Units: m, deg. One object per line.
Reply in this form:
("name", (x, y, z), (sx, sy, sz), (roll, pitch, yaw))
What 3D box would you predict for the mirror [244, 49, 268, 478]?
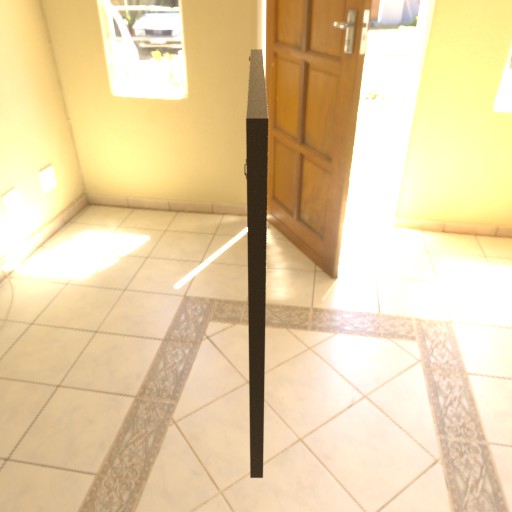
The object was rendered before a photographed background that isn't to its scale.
("mirror", (0.000, 0.000, 1.311), (0.041, 1.016, 0.762), (0, 33, 0))
